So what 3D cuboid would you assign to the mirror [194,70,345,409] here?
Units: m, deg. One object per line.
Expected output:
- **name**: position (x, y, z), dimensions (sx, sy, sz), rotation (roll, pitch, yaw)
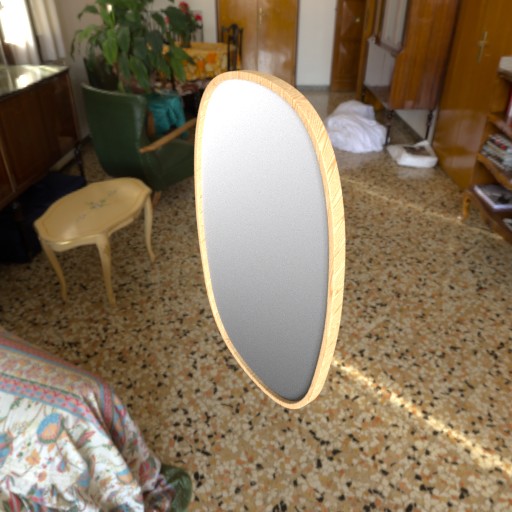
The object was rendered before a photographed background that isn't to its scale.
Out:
- **mirror**: position (0.000, 0.000, 1.388), dimensions (0.037, 1.075, 0.724), rotation (-20, 37, -29)
